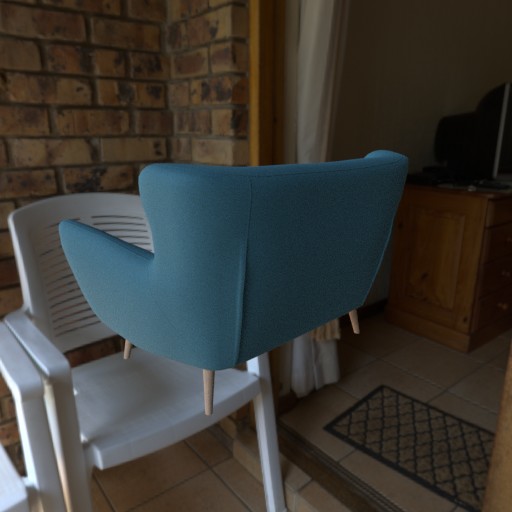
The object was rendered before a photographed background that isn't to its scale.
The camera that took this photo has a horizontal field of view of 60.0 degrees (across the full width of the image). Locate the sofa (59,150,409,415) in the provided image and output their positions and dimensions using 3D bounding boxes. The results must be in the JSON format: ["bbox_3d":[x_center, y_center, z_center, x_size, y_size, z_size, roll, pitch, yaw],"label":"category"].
[{"bbox_3d":[0.000,0.000,1.960,1.397,0.889,0.889,-15,22,-42],"label":"sofa"}]
